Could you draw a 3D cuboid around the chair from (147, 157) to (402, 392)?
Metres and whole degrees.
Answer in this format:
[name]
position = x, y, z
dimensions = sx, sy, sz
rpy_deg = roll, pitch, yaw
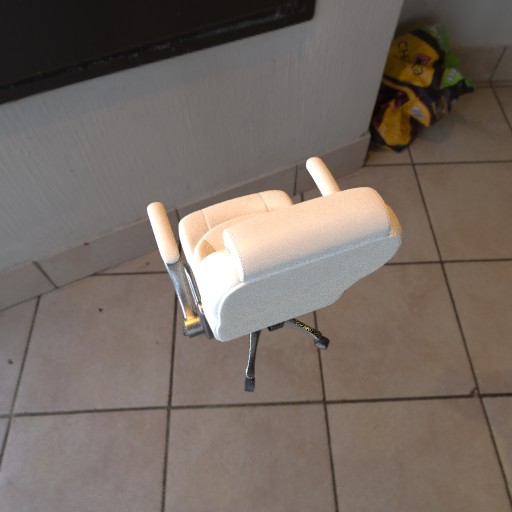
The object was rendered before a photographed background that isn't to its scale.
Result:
[chair]
position = 0.000, 0.000, 1.773
dimensions = 0.755, 1.330, 0.806
rpy_deg = -18, 60, -11
